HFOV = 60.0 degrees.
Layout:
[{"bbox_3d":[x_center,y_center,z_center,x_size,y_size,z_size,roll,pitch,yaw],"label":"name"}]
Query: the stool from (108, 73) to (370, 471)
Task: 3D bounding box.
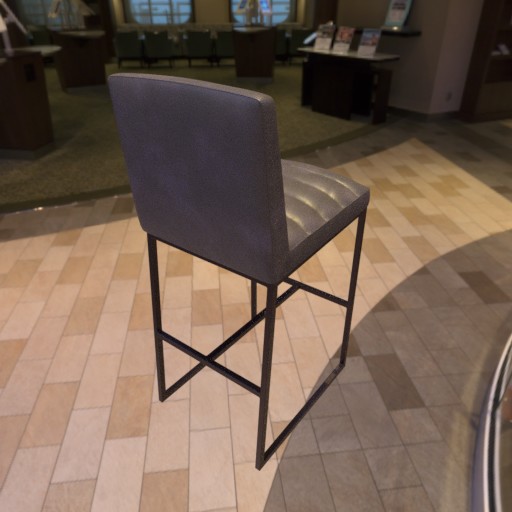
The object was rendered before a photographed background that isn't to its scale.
[{"bbox_3d":[0.000,0.000,1.333,0.463,1.065,0.562,21,37,31],"label":"stool"}]
